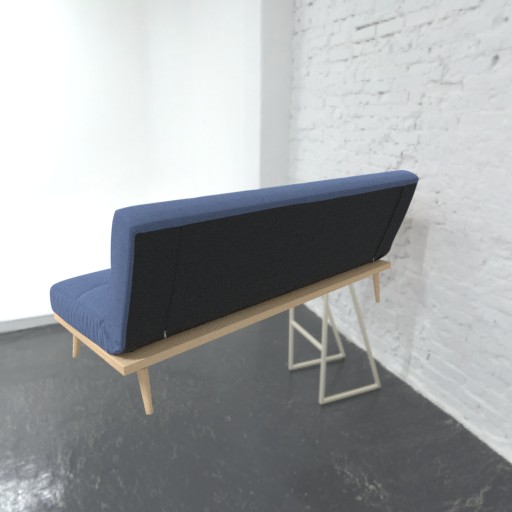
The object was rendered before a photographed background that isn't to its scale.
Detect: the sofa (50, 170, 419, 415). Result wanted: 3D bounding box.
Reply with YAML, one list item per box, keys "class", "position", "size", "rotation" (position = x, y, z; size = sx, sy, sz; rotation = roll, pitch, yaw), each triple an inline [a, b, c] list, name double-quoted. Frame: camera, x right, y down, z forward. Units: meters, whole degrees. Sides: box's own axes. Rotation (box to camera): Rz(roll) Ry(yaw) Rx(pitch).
- class: "sofa"
  position: [0.000, 0.000, 2.255]
  size: [1.800, 0.800, 0.796]
  rotation: [-15, 22, -41]
